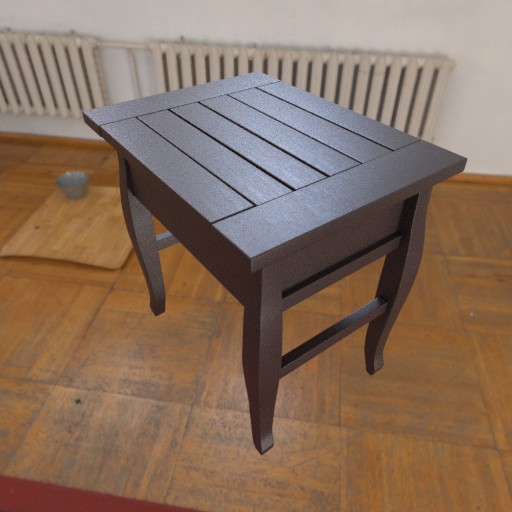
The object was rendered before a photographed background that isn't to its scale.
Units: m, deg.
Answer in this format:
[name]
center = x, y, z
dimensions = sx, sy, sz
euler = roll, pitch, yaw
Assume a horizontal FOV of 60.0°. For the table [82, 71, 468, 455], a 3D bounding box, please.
[table]
center = 0.000, 0.000, 1.031
dimensions = 0.460, 0.605, 0.602
euler = -25, 45, -27
